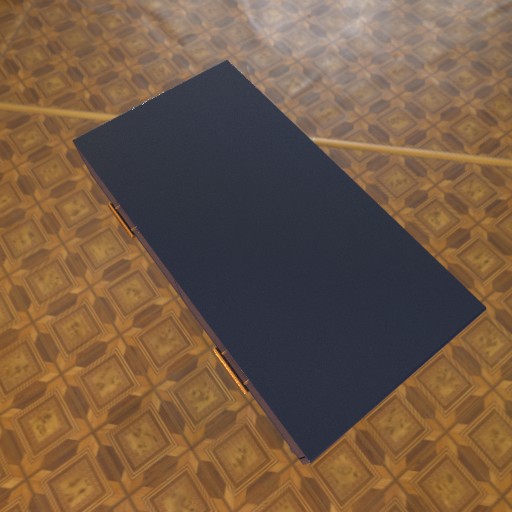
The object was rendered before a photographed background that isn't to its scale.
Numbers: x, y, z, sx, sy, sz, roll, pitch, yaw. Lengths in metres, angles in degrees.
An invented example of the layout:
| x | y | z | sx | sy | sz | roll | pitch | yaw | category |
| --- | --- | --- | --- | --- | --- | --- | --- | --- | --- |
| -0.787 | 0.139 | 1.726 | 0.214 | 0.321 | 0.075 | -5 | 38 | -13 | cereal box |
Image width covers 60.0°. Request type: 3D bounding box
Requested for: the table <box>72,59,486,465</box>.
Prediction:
| x | y | z | sx | sy | sz | roll | pitch | yaw | category |
| --- | --- | --- | --- | --- | --- | --- | --- | --- | --- |
| 0.000 | 0.000 | 1.368 | 0.572 | 0.457 | 1.067 | -34 | 69 | -16 | table |
